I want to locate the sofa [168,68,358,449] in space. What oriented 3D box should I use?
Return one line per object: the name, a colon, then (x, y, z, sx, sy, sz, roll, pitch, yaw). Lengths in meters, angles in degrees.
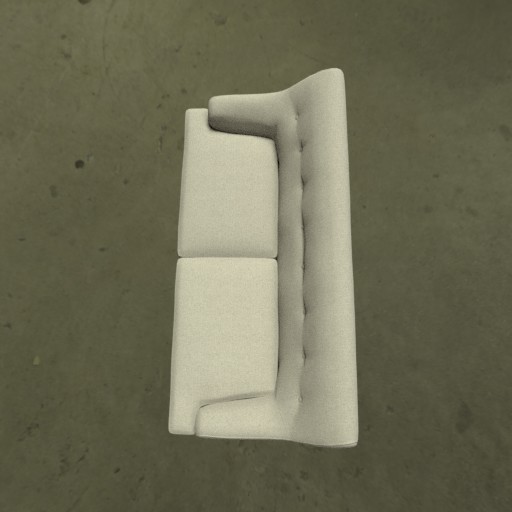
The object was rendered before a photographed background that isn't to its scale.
sofa: (0.000, 0.000, 2.648, 0.978, 0.871, 2.057, 1, 77, 0)
